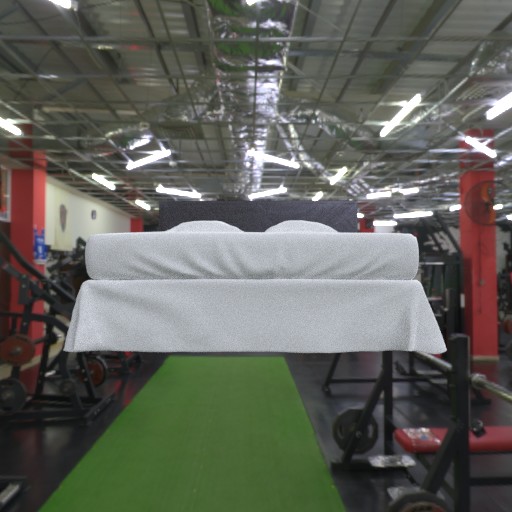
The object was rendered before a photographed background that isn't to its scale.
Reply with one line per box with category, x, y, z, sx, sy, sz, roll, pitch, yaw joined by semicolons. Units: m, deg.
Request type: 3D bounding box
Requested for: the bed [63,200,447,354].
bed;0.000;0.000;3.485;2.255;1.158;2.165;0;-1;1
